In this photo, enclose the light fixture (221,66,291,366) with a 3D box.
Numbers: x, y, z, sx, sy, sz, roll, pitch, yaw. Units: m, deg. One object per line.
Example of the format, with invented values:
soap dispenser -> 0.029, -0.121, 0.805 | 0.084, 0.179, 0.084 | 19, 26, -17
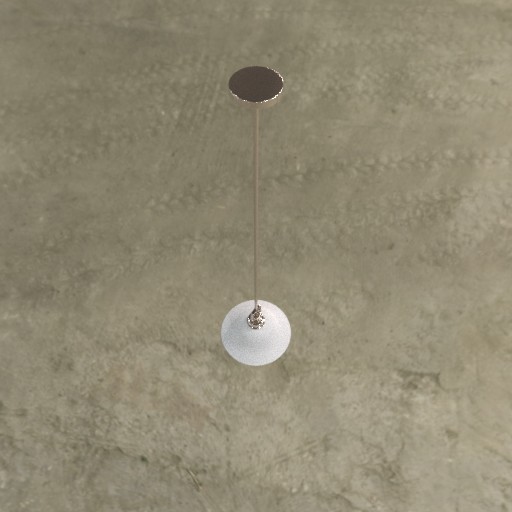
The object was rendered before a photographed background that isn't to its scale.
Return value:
light fixture -> 0.000, 0.000, 1.481 | 0.324, 1.354, 0.324 | 33, 64, 18
